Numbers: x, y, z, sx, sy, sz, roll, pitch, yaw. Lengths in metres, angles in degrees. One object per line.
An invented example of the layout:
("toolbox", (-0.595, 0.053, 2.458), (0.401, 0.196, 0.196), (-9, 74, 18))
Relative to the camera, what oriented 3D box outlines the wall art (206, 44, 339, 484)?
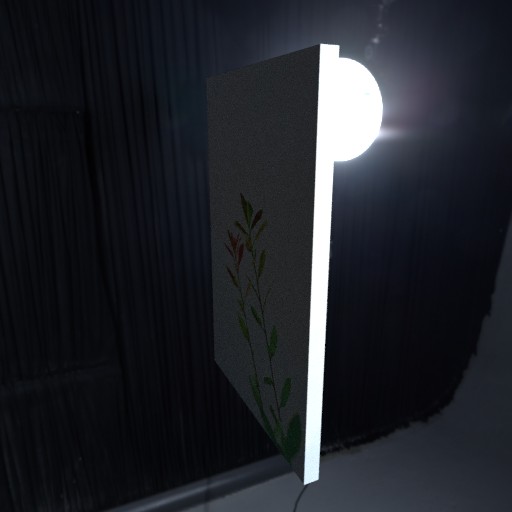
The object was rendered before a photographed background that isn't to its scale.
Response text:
("wall art", (0.000, 0.000, 1.152), (0.039, 0.915, 0.612), (-7, 18, -23))
